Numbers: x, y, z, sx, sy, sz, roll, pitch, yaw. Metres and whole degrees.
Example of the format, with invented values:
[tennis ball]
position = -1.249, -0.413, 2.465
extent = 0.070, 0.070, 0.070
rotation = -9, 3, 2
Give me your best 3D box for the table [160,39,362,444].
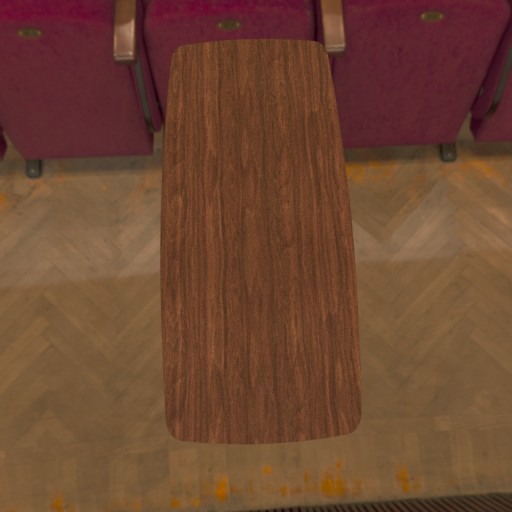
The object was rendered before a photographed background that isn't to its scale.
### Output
[table]
position = 0.000, 0.000, 1.118
extent = 0.361, 0.576, 0.804
rotation = -2, 75, -1
